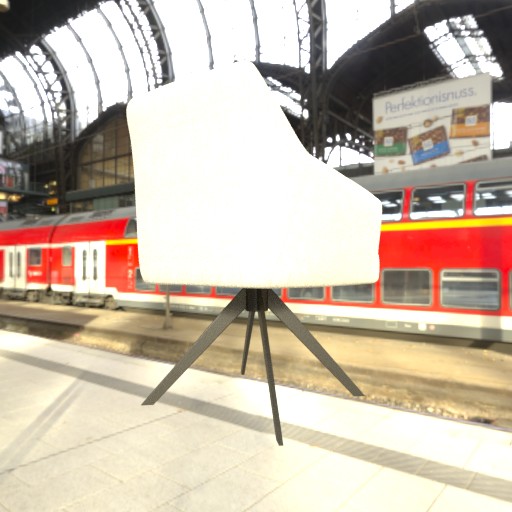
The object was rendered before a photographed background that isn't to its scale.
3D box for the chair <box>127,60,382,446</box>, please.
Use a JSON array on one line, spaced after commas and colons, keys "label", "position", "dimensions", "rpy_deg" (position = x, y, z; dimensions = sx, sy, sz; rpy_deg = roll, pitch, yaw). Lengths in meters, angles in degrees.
[{"label": "chair", "position": [0.000, 0.000, 1.349], "dimensions": [0.642, 0.874, 0.677], "rpy_deg": [-1, -1, 36]}]
